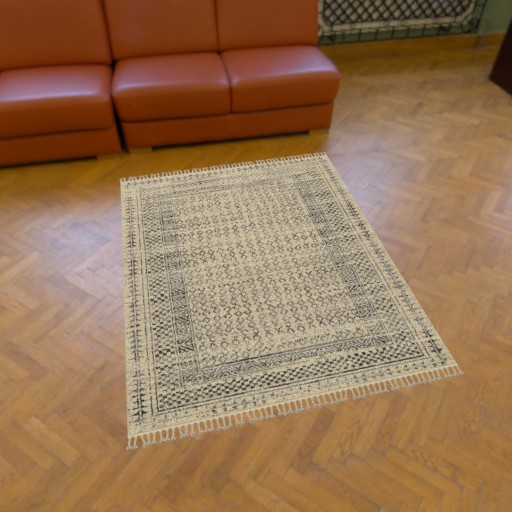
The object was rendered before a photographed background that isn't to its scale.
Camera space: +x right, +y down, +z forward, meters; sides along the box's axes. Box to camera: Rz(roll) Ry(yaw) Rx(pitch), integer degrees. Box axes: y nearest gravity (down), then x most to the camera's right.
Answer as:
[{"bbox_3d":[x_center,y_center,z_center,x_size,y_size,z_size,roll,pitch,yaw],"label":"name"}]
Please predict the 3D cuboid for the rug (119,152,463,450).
[{"bbox_3d":[0.000,0.000,3.897,2.312,0.013,2.940,-9,46,-9],"label":"rug"}]
